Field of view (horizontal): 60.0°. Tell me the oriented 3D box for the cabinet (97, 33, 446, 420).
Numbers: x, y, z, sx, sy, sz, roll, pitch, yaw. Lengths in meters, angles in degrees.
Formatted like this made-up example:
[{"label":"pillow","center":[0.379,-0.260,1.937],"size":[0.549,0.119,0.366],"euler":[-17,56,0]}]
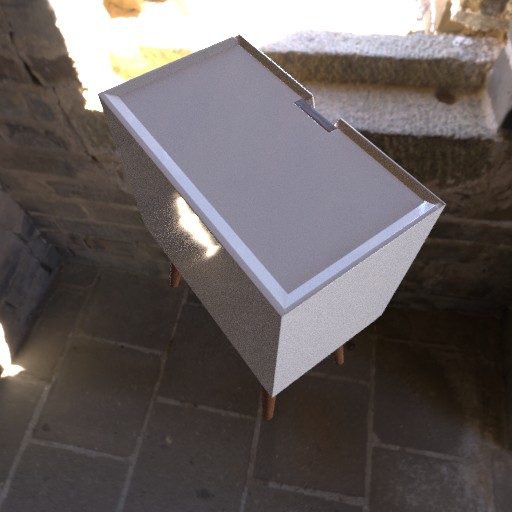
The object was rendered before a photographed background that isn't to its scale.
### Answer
[{"label":"cabinet","center":[0.000,0.000,1.125],"size":[0.344,0.772,0.591],"euler":[-32,64,-18]}]
